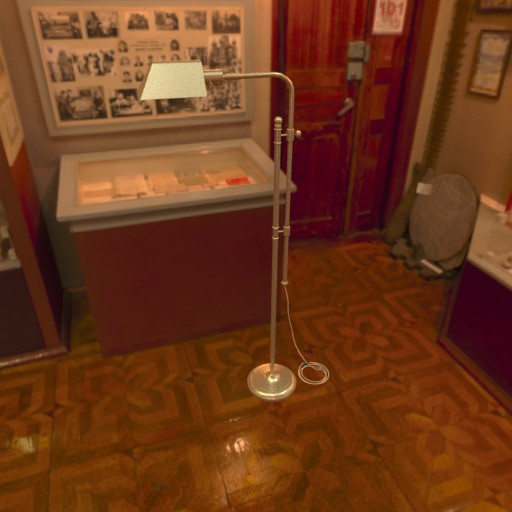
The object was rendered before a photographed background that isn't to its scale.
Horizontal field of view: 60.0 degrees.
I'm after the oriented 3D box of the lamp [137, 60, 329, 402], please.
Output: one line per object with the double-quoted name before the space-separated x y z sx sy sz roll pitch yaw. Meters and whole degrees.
"lamp" 0.000 0.000 1.916 0.813 1.571 0.256 -9 31 -14
